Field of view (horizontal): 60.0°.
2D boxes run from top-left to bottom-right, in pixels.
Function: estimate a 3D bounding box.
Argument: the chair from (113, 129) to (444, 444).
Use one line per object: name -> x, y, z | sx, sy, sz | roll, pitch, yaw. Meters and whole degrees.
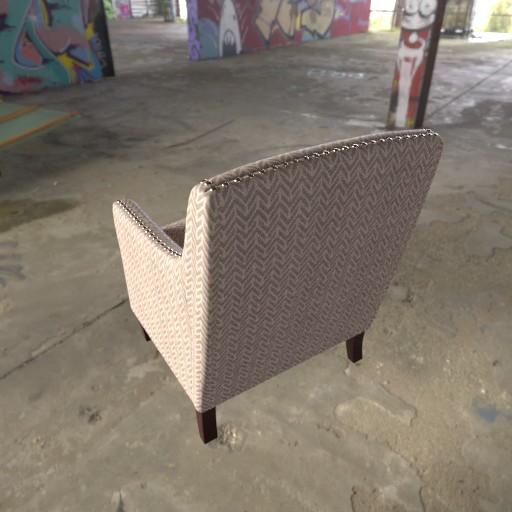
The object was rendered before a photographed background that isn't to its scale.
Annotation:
chair -> 0.000, 0.000, 1.297 | 0.623, 0.816, 0.651 | -19, 36, -28
